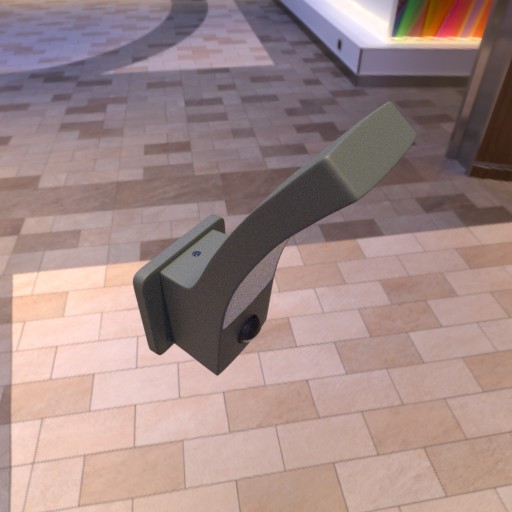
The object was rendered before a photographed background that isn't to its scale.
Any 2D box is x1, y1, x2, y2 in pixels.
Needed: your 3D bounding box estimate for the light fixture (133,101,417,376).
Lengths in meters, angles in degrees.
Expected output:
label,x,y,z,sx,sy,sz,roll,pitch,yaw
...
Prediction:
label,x,y,z,sx,sy,sz,roll,pitch,yaw
light fixture,0.000,0.000,0.333,0.174,0.243,0.108,24,46,25
